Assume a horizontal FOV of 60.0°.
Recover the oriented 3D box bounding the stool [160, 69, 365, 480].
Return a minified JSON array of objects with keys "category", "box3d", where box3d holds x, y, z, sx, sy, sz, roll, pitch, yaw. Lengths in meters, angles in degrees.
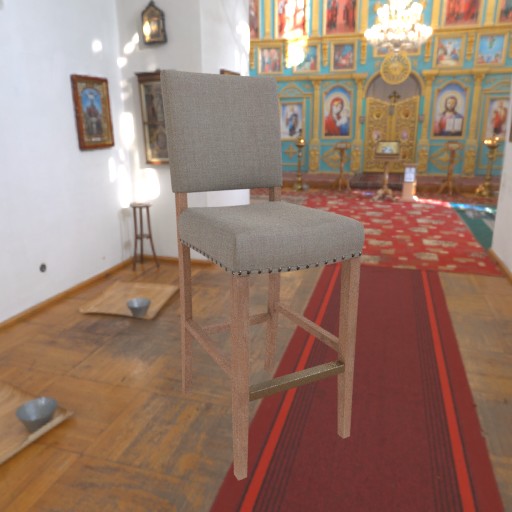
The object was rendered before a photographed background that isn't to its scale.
[{"category":"stool","box3d":[0.000,0.000,1.499,0.445,1.203,0.585,-8,17,-27]}]
